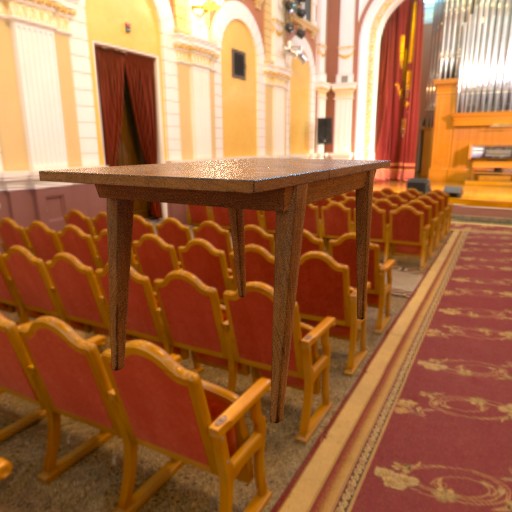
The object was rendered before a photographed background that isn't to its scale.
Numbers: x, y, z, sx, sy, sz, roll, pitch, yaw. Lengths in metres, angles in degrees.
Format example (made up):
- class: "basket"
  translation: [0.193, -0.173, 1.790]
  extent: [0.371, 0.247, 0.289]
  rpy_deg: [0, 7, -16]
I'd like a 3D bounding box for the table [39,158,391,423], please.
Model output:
- class: "table"
  translation: [0.000, 0.000, 1.876]
  extent: [0.757, 0.760, 1.400]
  rpy_deg: [8, 16, 28]
